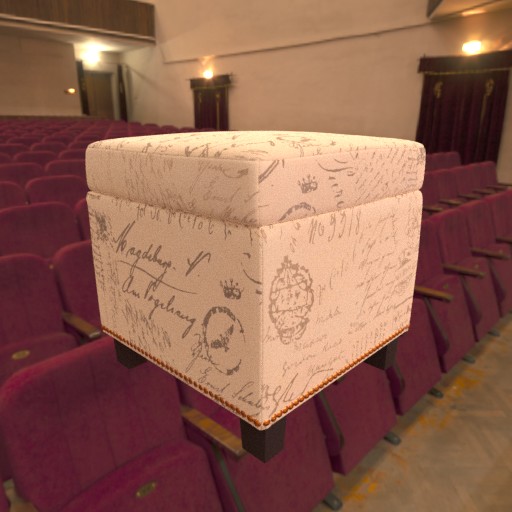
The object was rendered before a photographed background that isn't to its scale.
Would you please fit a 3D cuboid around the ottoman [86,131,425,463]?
[{"bbox_3d":[0.000,0.000,0.843,0.450,0.457,0.449,15,23,42],"label":"ottoman"}]
